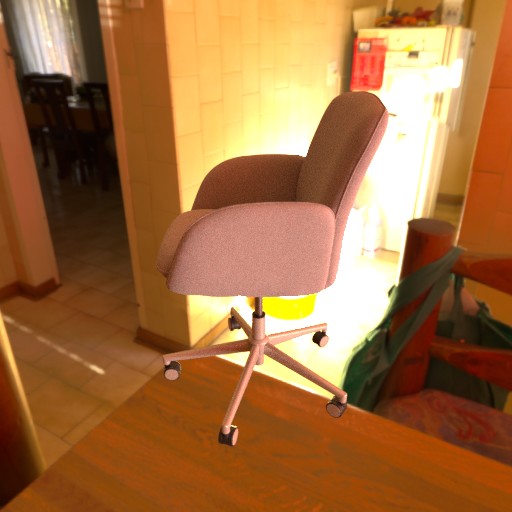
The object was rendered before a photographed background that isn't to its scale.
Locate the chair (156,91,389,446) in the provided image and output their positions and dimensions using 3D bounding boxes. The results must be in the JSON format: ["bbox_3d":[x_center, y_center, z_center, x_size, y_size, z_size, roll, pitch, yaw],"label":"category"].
[{"bbox_3d":[0.000,0.000,1.388,0.654,0.959,0.648,0,26,-1],"label":"chair"}]
